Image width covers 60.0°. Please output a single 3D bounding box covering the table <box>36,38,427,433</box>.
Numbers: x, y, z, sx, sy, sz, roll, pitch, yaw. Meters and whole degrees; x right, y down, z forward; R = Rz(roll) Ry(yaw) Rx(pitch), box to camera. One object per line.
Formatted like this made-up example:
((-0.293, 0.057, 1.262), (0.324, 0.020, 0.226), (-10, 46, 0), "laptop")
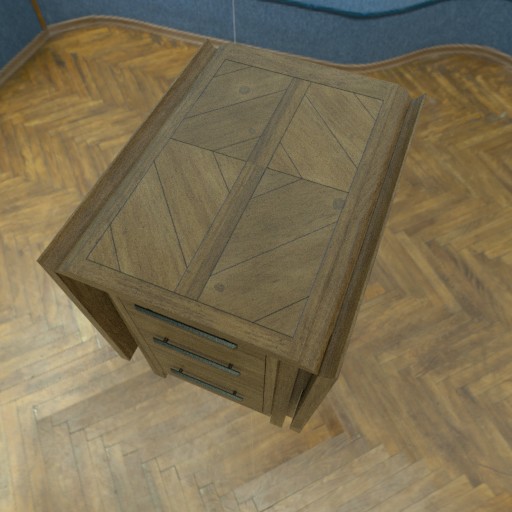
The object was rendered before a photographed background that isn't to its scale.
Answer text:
((0.000, 0.000, 1.275), (0.591, 0.763, 0.746), (19, 61, 11), "table")
